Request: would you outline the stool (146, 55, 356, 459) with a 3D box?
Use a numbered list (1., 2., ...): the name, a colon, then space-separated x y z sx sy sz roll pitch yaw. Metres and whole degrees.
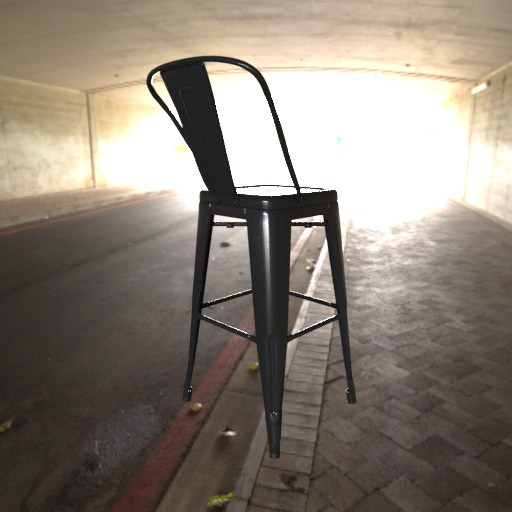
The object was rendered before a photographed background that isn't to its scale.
1. stool: 0.000 0.000 1.321 0.528 1.022 0.432 -13 19 -43
